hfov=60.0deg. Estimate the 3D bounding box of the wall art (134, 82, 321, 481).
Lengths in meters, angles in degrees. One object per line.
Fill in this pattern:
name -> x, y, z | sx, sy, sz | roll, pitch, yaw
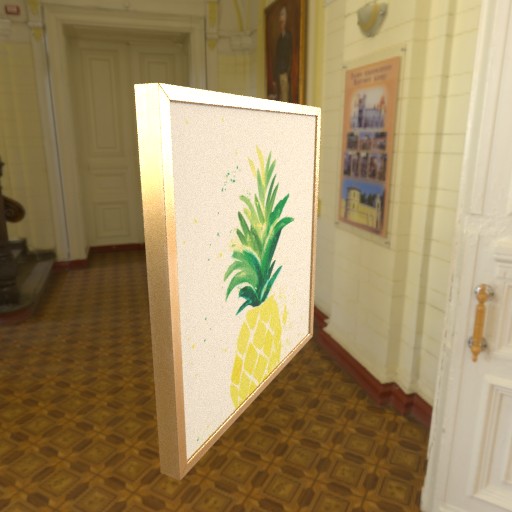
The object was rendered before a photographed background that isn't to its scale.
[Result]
wall art -> 0.000, 0.000, 0.763 | 0.033, 0.509, 0.510 | 8, 17, 27
